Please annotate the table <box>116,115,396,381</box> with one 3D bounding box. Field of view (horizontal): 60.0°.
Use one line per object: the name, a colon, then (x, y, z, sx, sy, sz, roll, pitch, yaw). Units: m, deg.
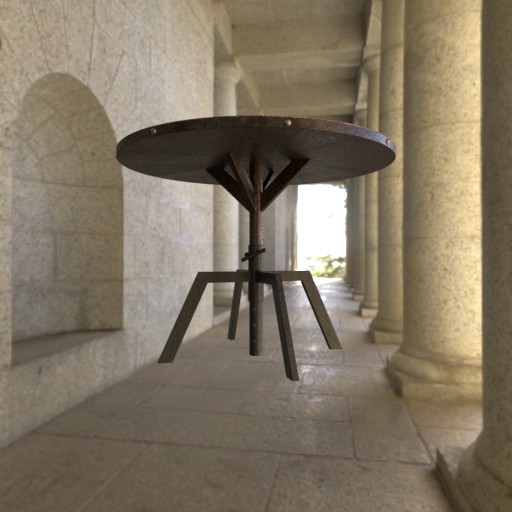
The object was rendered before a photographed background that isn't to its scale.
table: (0.000, 0.000, 1.471, 0.885, 0.658, 0.885, 0, 0, 0)
